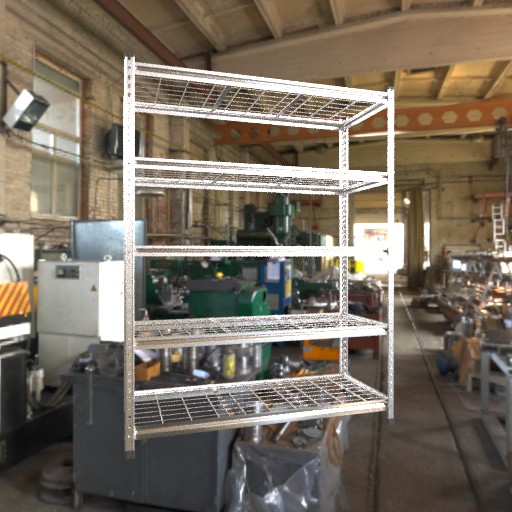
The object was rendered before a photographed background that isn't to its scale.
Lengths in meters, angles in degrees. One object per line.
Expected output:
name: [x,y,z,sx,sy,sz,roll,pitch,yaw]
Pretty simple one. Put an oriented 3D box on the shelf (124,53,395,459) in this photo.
shelf: [0.000,0.000,2.670,1.524,1.981,0.610,0,0,-17]
